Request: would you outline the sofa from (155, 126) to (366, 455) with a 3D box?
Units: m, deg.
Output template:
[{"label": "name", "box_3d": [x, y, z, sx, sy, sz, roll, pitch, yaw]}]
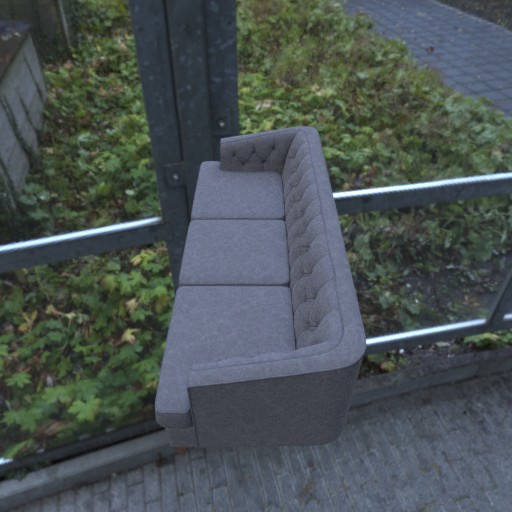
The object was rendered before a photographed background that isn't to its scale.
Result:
[{"label": "sofa", "box_3d": [0.000, 0.000, 2.807, 0.917, 0.806, 2.247, 0, 41, 0]}]
